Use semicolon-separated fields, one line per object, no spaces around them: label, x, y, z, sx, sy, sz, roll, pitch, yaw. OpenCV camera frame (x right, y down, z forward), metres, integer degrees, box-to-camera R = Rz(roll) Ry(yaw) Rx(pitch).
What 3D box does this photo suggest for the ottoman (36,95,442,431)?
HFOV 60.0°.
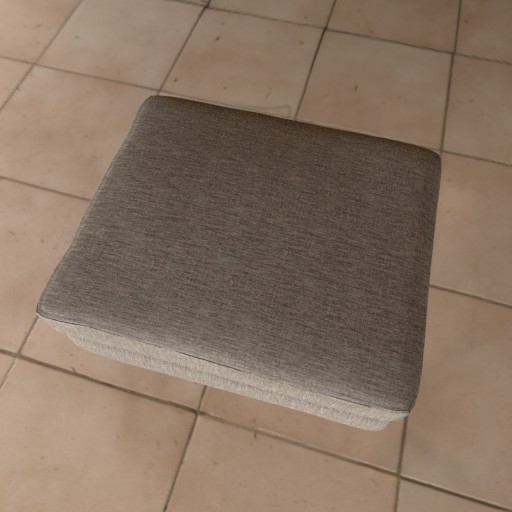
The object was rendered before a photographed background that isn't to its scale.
ottoman;0.000;0.000;1.428;0.994;0.492;0.839;14;64;7
